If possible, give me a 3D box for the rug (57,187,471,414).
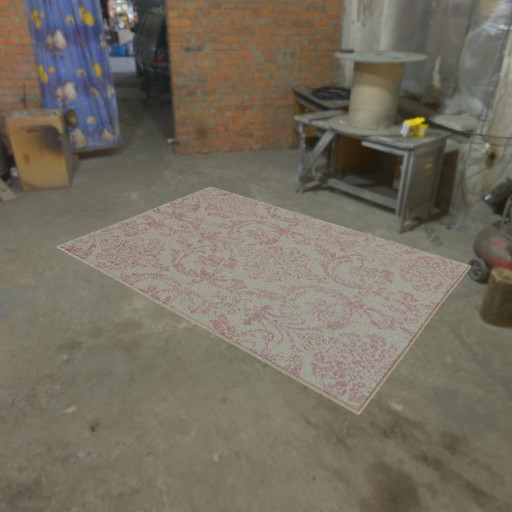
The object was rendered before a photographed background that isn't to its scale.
[{"bbox_3d":[0.000,0.000,2.351,1.839,0.012,1.219,21,36,33],"label":"rug"}]
